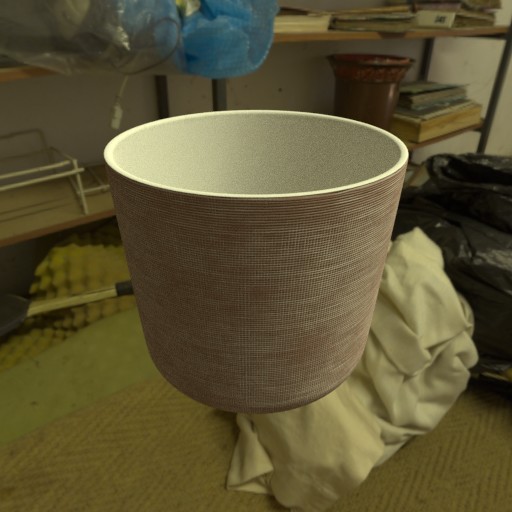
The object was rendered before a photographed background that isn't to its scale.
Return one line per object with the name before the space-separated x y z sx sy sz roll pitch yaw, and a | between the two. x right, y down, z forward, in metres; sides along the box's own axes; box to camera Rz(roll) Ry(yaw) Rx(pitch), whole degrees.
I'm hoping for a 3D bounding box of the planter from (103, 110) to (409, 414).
planter | 0.000 0.000 0.765 0.440 0.398 0.440 0 30 0
